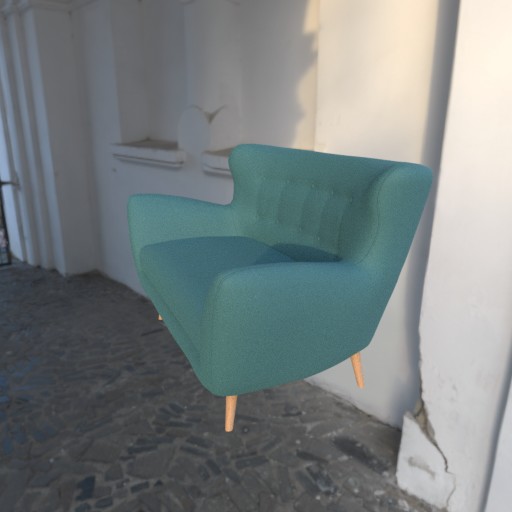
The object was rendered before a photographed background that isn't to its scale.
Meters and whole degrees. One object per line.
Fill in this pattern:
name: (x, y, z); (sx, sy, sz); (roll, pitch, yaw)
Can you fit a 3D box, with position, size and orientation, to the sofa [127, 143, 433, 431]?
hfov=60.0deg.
sofa: (0.000, 0.000, 1.952); (0.889, 0.889, 1.397); (-8, 19, -24)
